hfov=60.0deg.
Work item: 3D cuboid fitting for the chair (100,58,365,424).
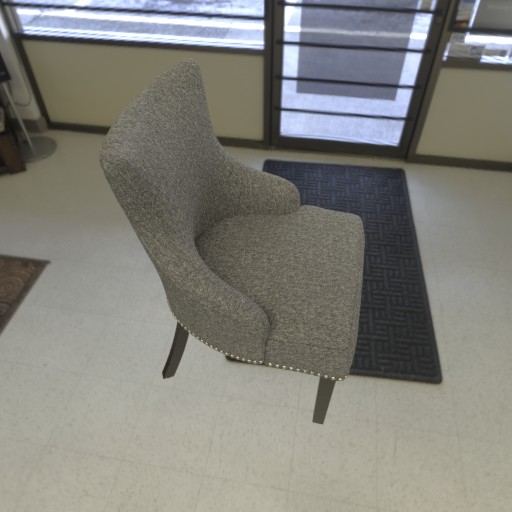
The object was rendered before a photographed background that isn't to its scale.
[{"bbox_3d":[0.000,0.000,1.294,0.629,0.909,0.566,9,47,9],"label":"chair"}]
